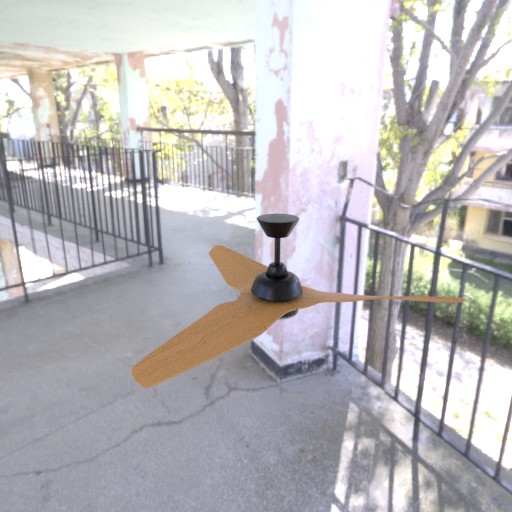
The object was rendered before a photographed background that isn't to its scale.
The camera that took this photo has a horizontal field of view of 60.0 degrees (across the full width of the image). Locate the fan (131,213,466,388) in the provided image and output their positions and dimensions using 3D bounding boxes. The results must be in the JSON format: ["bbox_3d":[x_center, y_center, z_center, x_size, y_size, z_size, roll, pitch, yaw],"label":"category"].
[{"bbox_3d":[0.000,0.000,1.687,1.142,0.355,1.010,-9,19,-26],"label":"fan"}]
